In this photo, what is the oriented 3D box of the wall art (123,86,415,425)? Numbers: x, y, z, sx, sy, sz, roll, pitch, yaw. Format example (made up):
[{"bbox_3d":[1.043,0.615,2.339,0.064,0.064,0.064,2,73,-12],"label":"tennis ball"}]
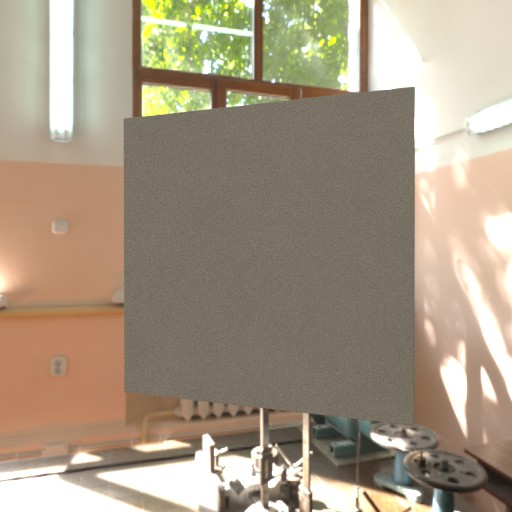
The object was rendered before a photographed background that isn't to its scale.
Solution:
[{"bbox_3d":[0.000,0.000,1.132,0.762,0.762,0.040,0,0,18],"label":"wall art"}]
